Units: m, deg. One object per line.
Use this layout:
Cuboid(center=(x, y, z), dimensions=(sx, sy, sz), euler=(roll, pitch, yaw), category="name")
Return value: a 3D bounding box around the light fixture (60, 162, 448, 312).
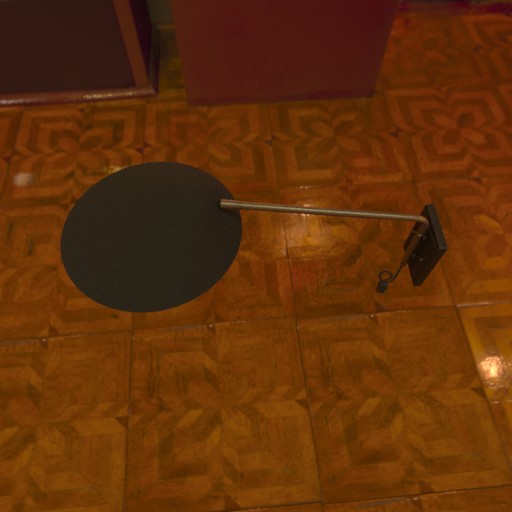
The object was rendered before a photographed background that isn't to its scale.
Cuboid(center=(0.000, 0.000, 0.665), dimensions=(0.516, 0.312, 0.240), euler=(-2, 60, -1), category="light fixture")
